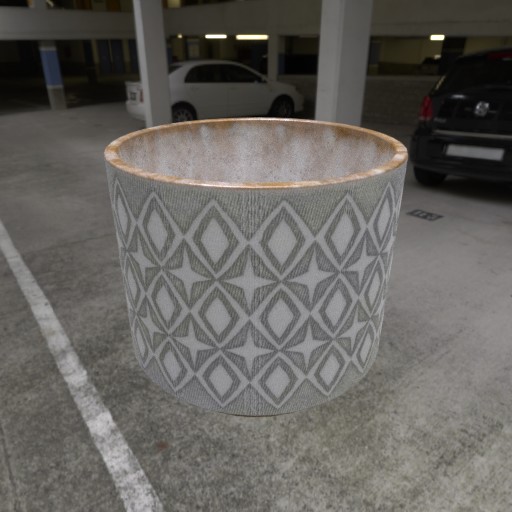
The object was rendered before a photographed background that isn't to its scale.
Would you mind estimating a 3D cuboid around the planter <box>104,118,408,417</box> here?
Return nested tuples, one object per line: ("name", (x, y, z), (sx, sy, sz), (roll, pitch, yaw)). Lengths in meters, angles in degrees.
("planter", (0.000, 0.000, 0.437), (0.255, 0.223, 0.255), (0, 27, 0))
